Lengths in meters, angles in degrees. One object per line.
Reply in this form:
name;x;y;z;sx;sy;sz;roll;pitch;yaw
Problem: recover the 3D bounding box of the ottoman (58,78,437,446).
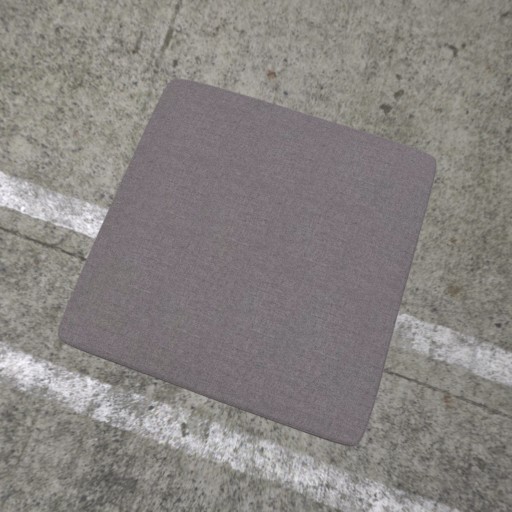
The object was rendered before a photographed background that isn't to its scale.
ottoman;0.000;0.000;1.353;0.840;0.436;0.843;19;77;4
